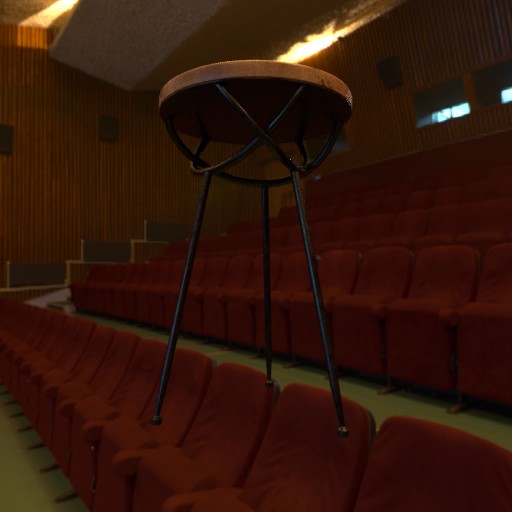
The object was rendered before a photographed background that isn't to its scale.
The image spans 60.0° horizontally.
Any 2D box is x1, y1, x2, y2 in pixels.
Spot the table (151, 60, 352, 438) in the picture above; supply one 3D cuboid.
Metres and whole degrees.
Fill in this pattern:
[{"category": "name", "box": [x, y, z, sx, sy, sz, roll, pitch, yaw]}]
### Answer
[{"category": "table", "box": [0.000, 0.000, 0.948, 0.414, 0.664, 0.418, 1, -2, -37]}]
